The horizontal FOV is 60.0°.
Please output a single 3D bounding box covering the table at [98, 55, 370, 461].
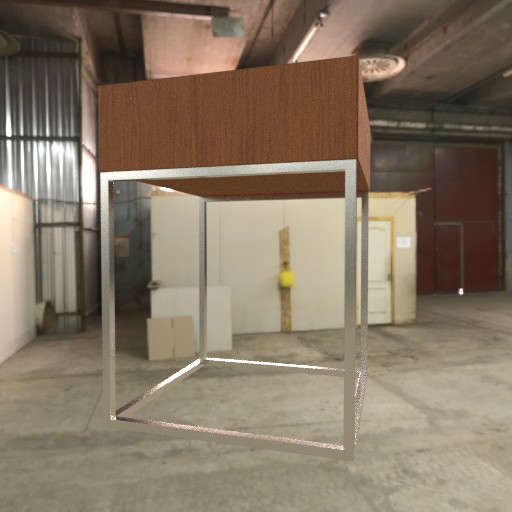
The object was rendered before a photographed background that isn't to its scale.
[{"bbox_3d":[0.000,0.000,0.834,0.398,0.540,0.397,1,2,17],"label":"table"}]
